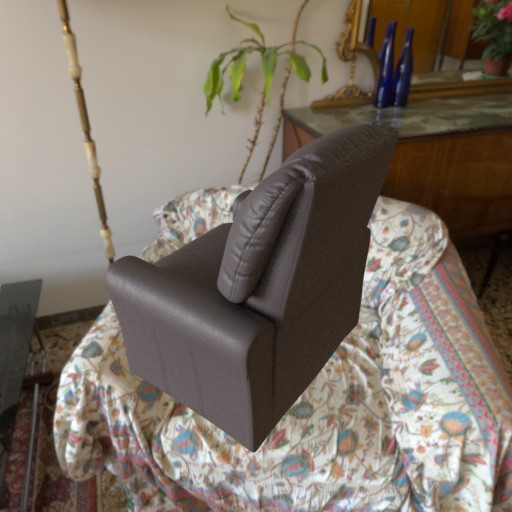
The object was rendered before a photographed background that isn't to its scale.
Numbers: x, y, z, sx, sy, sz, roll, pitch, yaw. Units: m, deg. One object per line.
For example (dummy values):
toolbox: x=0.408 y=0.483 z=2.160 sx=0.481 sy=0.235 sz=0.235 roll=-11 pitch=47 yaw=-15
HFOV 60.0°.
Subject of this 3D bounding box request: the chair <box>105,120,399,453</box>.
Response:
chair: x=0.000 y=0.000 z=1.146 sx=0.521 sy=0.709 sz=0.610 roll=21 pitch=37 yaw=30
